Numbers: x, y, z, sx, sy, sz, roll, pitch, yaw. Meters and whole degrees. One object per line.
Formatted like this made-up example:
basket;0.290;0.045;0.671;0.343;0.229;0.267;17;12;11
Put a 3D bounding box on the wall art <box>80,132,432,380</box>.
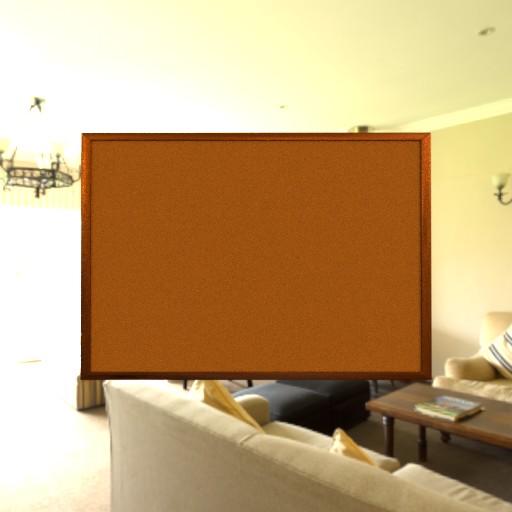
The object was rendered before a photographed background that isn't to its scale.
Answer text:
wall art;0.000;0.000;0.550;0.431;0.304;0.012;0;-1;0
